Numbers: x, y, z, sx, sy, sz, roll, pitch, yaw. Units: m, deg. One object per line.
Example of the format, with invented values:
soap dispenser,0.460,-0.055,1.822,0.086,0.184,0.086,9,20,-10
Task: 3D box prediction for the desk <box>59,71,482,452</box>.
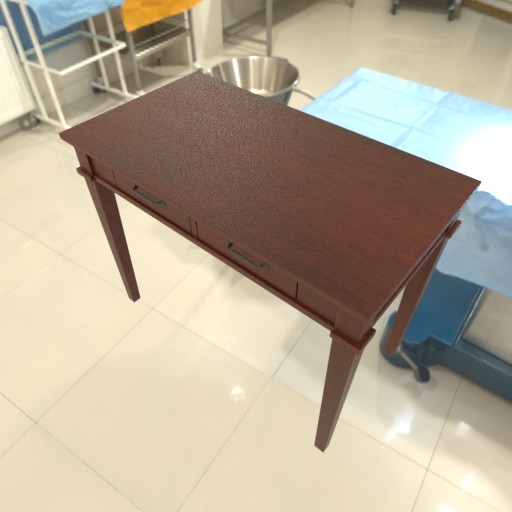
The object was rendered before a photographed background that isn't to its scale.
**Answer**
desk,0.000,0.000,1.447,1.001,0.762,0.549,31,53,27
